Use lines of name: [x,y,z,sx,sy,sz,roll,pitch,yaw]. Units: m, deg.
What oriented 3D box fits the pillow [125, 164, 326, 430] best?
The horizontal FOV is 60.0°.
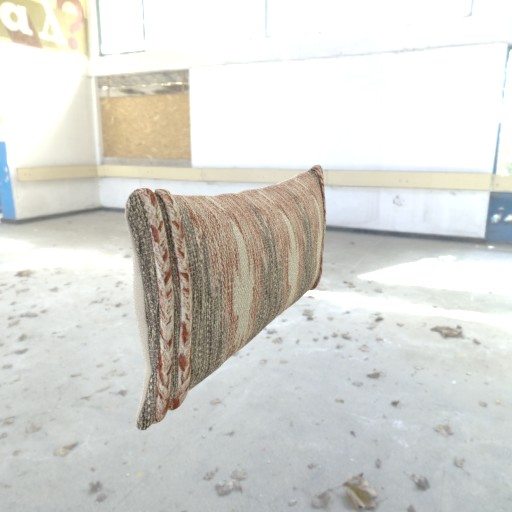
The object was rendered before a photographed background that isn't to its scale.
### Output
pillow: [0.000,0.000,0.755,0.139,0.282,0.635,7,16,25]
